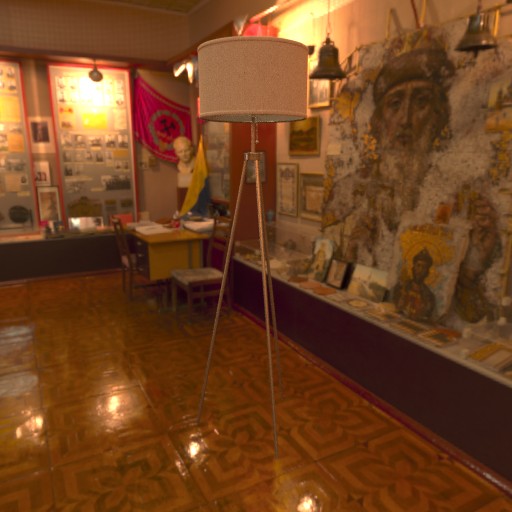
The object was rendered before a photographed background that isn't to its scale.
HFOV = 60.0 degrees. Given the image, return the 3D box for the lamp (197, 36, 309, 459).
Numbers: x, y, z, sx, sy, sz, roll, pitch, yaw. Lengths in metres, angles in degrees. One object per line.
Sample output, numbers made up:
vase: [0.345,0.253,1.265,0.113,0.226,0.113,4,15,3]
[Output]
lamp: [0.000,0.000,1.782,0.449,1.545,0.460,-6,14,-26]
